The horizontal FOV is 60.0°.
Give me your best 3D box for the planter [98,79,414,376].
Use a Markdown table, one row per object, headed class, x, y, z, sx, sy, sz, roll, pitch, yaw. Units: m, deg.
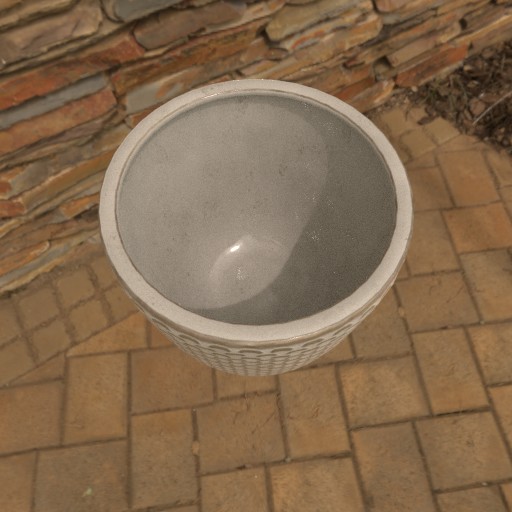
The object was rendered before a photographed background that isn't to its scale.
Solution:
| class | x | y | z | sx | sy | sz | roll | pitch | yaw |
| --- | --- | --- | --- | --- | --- | --- | --- | --- | --- |
| planter | 0.000 | 0.000 | 0.311 | 0.173 | 0.160 | 0.173 | 0 | 64 | 0 |
